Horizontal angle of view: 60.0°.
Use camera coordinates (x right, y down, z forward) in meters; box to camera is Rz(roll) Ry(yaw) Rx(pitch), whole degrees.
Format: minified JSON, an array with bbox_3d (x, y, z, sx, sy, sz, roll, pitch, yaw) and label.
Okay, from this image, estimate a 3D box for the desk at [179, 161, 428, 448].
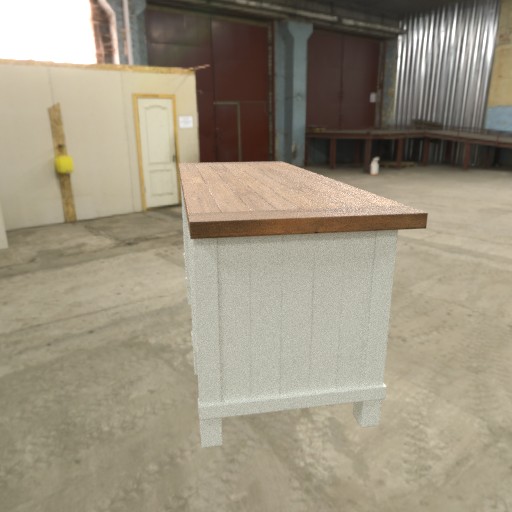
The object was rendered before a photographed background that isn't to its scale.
[{"bbox_3d":[0.000,0.000,2.194,0.688,0.760,1.803,-3,17,-10],"label":"desk"}]
